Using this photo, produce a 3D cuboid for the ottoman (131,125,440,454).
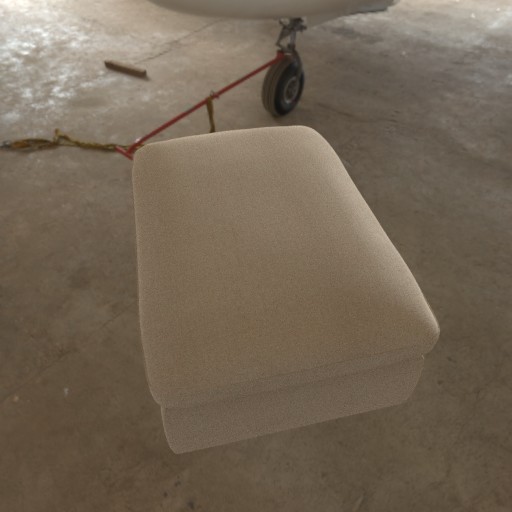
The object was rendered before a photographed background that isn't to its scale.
[{"bbox_3d":[0.000,0.000,1.373,0.686,0.453,0.984,-9,46,-9],"label":"ottoman"}]
